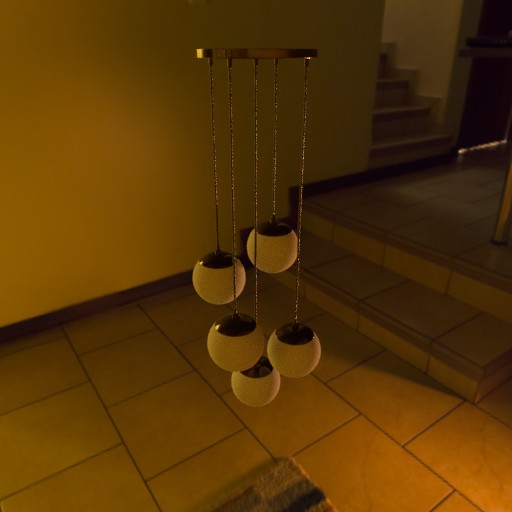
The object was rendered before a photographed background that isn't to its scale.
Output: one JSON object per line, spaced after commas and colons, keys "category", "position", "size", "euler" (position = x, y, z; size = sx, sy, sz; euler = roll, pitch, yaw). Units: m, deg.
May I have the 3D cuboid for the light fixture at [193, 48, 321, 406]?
{"category": "light fixture", "position": [0.000, 0.000, 1.500], "size": [0.484, 1.271, 0.489], "euler": [16, 30, 31]}
